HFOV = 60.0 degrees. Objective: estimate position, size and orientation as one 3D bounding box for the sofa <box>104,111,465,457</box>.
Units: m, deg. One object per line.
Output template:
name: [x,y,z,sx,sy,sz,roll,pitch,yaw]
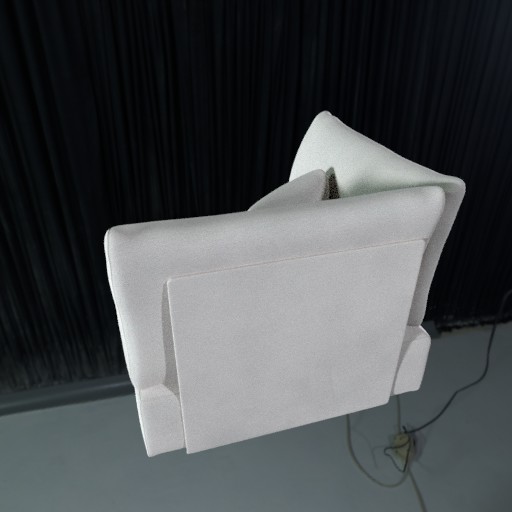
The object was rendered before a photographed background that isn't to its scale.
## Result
sofa: [0.000,0.000,1.675,1.000,0.820,1.000,-9,32,-14]
